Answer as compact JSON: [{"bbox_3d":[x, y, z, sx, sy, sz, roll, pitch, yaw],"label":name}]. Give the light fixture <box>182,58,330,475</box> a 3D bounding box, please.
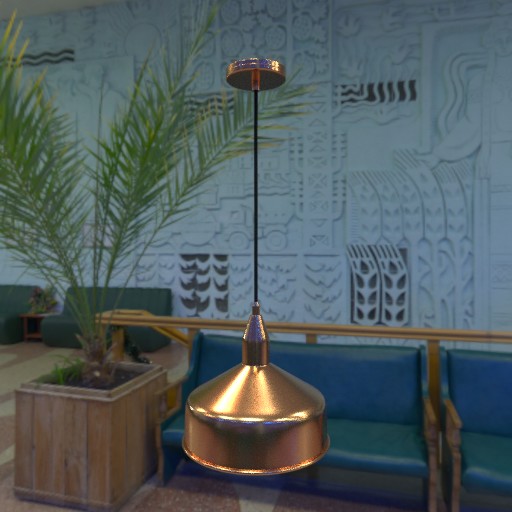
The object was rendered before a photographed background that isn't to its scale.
[{"bbox_3d":[0.000,0.000,0.908,0.301,0.754,0.301,0,1,17],"label":"light fixture"}]
